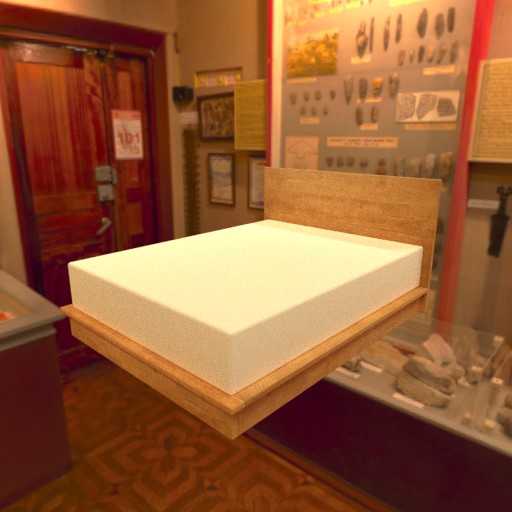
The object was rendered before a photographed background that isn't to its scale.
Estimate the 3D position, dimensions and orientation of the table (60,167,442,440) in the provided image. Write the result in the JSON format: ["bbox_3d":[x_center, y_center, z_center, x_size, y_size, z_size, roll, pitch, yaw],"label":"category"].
[{"bbox_3d":[0.000,0.000,3.176,1.707,1.041,2.149,14,21,41],"label":"table"}]
